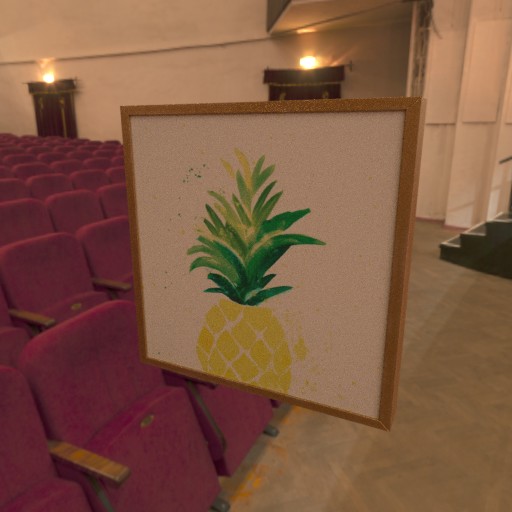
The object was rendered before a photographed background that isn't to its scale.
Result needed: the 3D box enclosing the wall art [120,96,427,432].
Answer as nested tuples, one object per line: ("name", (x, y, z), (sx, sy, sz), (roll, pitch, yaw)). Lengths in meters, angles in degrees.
("wall art", (0.000, 0.000, 0.466), (0.306, 0.305, 0.038), (8, 17, 25))
